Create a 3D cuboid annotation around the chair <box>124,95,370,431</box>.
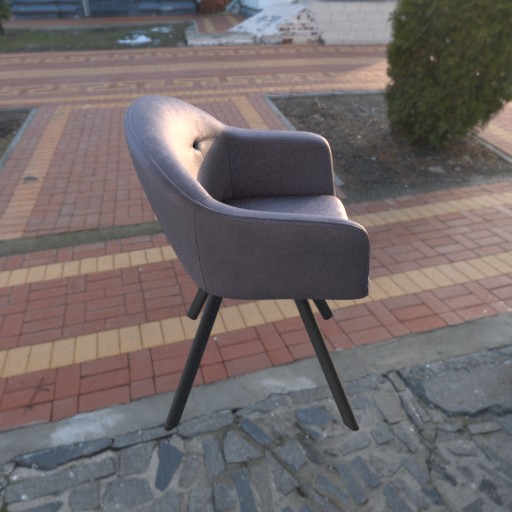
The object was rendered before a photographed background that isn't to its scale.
[{"bbox_3d":[0.000,0.000,1.154,0.544,0.781,0.567,0,32,0],"label":"chair"}]
